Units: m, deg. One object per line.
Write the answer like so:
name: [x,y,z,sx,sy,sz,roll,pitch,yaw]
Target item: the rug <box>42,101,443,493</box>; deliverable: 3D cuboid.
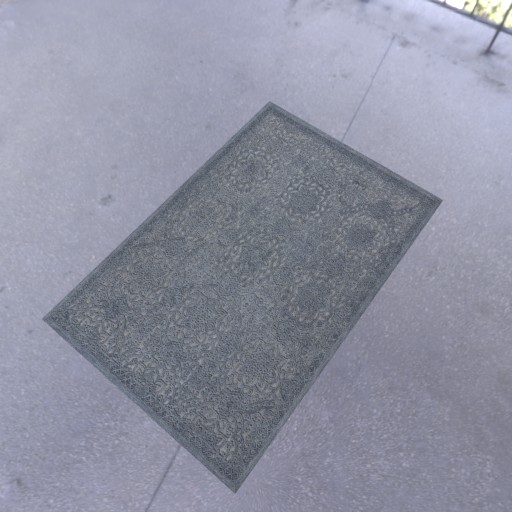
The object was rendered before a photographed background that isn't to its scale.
rug: [0.000,0.000,2.301,1.208,0.012,1.819,35,68,16]
